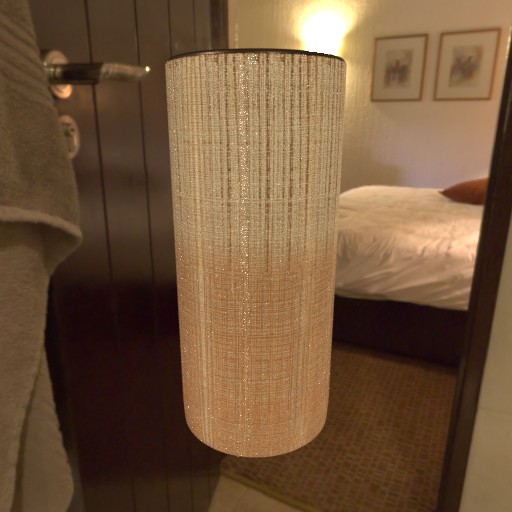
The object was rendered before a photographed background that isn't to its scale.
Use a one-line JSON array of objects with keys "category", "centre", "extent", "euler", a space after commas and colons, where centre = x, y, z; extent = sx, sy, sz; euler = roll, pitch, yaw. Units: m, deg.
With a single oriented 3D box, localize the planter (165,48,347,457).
[{"category": "planter", "centre": [0.000, 0.000, 0.281], "extent": [0.100, 0.227, 0.100], "euler": [-3, 17, -9]}]
